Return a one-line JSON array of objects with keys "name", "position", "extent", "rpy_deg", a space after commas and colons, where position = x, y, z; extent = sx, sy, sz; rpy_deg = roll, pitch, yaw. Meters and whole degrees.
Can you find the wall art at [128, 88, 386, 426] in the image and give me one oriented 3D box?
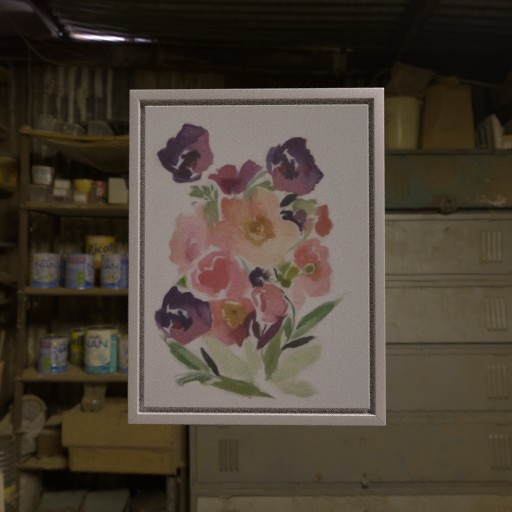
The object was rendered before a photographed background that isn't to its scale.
[{"name": "wall art", "position": [0.000, 0.000, 1.411], "extent": [0.805, 1.056, 0.042], "rpy_deg": [0, -1, 1]}]
